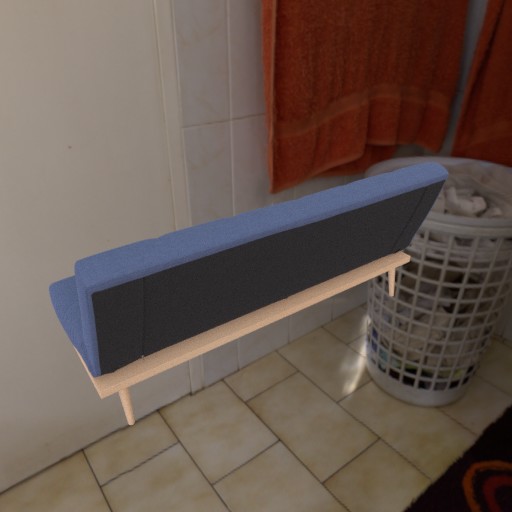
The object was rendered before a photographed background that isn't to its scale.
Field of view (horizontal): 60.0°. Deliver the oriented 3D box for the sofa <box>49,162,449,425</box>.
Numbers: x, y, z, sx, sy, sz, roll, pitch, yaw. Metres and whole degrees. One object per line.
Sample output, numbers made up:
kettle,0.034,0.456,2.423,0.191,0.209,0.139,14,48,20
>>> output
sofa,0.000,0.000,2.172,1.800,0.800,0.796,-19,34,-30
